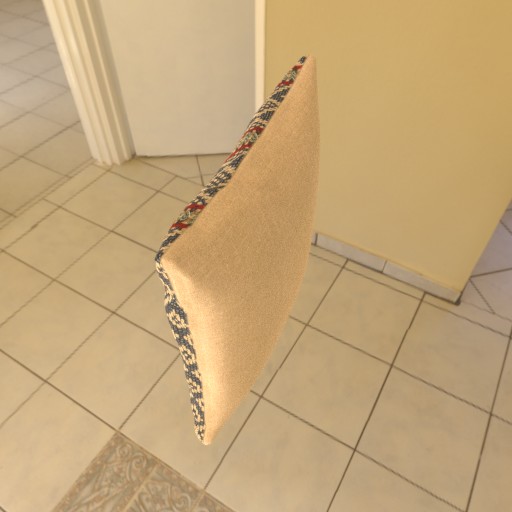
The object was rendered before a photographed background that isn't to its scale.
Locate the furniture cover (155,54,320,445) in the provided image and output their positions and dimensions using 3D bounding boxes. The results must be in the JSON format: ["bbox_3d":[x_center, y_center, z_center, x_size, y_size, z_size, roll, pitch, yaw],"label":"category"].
[{"bbox_3d":[0.000,0.000,0.663,0.139,0.431,0.431,16,50,14],"label":"furniture cover"}]
